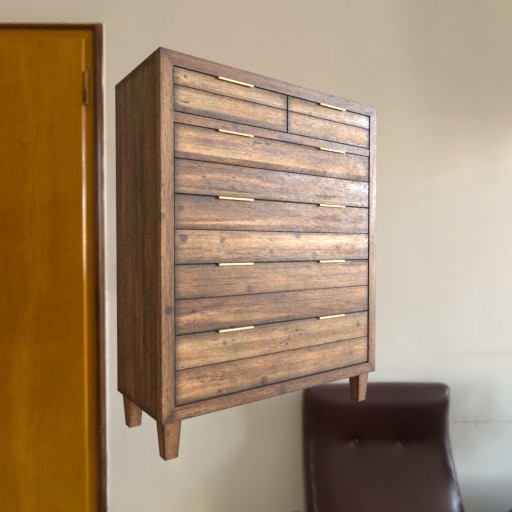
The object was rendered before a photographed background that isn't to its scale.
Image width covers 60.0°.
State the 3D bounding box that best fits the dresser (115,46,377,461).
[{"bbox_3d":[0.000,0.000,1.913,1.067,1.359,0.438,-1,2,-36],"label":"dresser"}]
